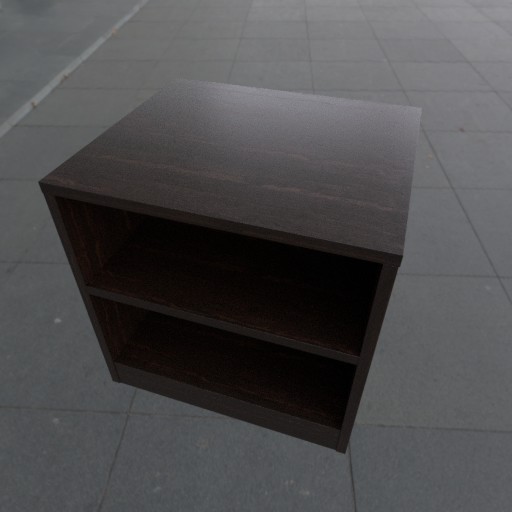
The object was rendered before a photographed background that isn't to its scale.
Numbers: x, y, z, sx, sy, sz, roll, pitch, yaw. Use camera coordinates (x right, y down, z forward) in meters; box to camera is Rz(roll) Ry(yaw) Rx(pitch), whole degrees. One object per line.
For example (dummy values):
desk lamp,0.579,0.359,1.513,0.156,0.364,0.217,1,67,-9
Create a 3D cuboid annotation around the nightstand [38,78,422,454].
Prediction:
nightstand,0.000,0.000,0.862,0.489,0.487,0.427,12,42,14
